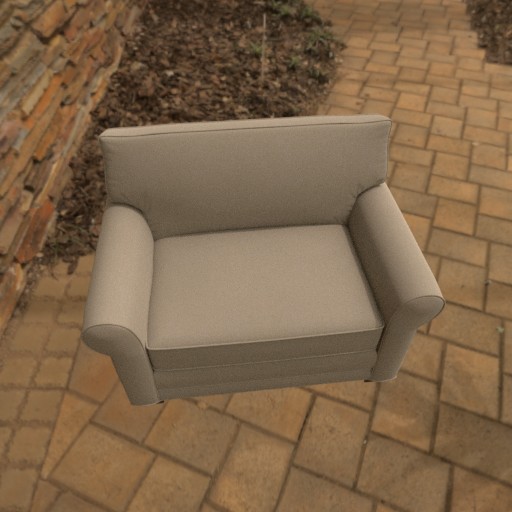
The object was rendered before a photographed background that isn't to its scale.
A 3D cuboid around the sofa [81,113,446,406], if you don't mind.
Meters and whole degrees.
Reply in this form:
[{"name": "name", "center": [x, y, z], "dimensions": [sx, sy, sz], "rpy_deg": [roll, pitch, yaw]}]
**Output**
[{"name": "sofa", "center": [0.000, 0.000, 2.065], "dimensions": [1.405, 1.006, 0.937], "rpy_deg": [-5, 46, -4]}]
